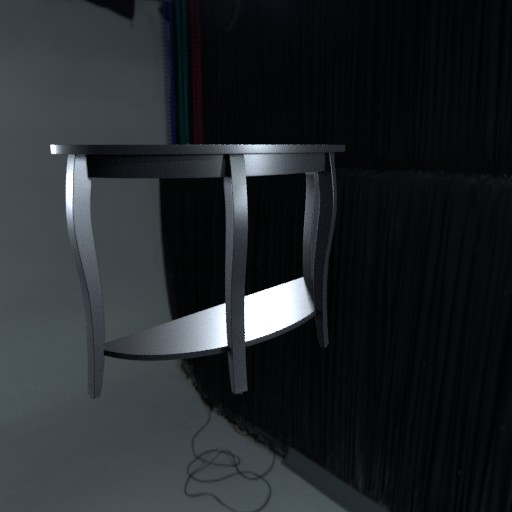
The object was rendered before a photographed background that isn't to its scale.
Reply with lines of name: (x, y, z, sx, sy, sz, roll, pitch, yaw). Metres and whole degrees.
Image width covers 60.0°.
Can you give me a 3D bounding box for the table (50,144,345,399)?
table: (0.000, 0.000, 1.603, 0.394, 0.780, 1.219, 13, 19, 42)
